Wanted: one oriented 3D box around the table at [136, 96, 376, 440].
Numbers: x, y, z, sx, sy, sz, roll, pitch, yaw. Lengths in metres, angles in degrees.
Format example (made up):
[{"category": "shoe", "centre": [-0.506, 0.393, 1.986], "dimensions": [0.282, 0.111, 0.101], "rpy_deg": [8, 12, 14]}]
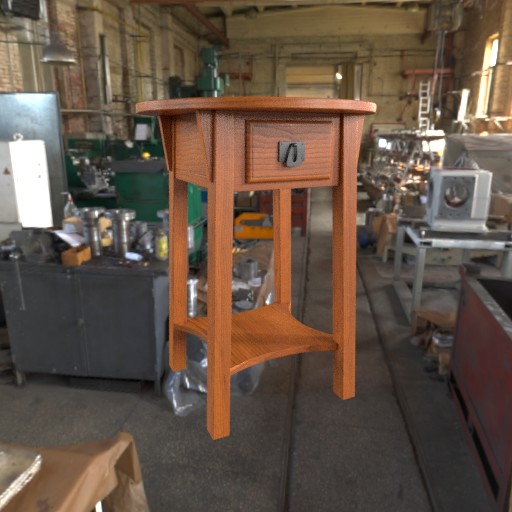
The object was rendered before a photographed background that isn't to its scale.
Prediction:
[{"category": "table", "centre": [0.000, 0.000, 0.949], "dimensions": [0.457, 0.610, 0.457], "rpy_deg": [0, 15, 0]}]
